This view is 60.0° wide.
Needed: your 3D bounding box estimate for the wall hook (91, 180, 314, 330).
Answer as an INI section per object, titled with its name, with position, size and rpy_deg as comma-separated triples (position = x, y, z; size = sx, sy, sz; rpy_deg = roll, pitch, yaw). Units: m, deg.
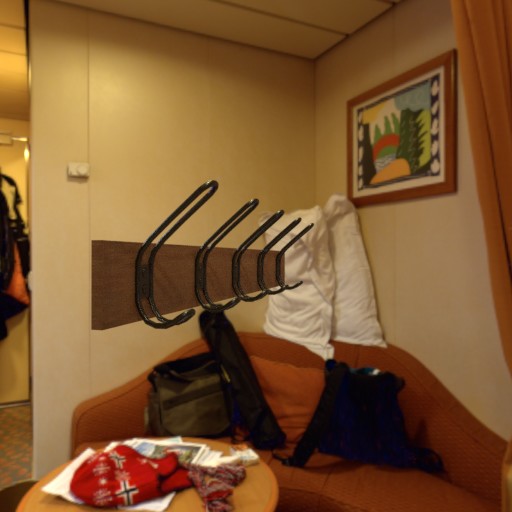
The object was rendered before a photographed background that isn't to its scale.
[wall hook]
position = 0.000, 0.000, 0.571
size = 0.076, 0.116, 0.554
rpy_deg = 0, 0, 17
